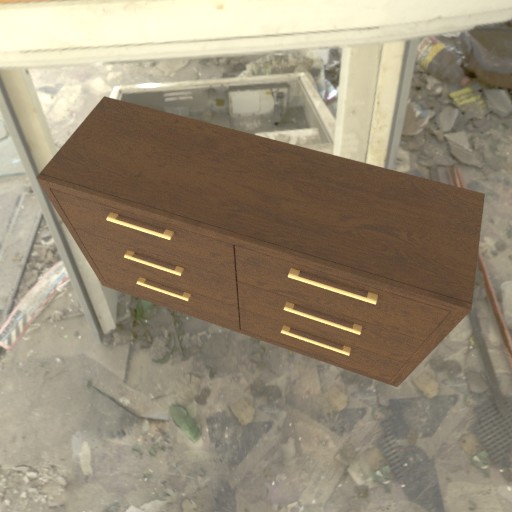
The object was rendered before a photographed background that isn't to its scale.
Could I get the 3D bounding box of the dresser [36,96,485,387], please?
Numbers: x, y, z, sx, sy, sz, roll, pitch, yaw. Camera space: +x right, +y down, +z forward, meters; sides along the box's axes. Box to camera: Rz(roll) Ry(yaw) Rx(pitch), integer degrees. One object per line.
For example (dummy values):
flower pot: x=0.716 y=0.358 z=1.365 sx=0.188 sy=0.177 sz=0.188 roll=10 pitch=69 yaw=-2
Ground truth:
dresser: x=0.000 y=0.000 z=1.940 sx=1.523 sy=0.889 sz=0.512 roll=17 pitch=59 yaw=11
